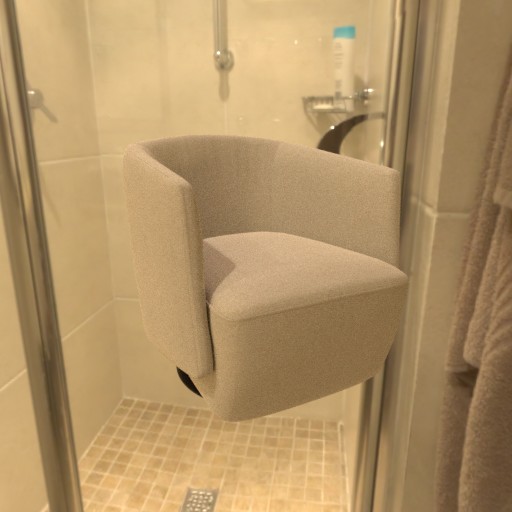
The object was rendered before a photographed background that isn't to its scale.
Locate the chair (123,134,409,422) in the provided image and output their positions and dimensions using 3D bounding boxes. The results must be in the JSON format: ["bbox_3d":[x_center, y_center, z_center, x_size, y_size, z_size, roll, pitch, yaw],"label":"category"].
[{"bbox_3d":[0.000,0.000,1.646,0.822,0.861,0.986,-9,18,-27],"label":"chair"}]
